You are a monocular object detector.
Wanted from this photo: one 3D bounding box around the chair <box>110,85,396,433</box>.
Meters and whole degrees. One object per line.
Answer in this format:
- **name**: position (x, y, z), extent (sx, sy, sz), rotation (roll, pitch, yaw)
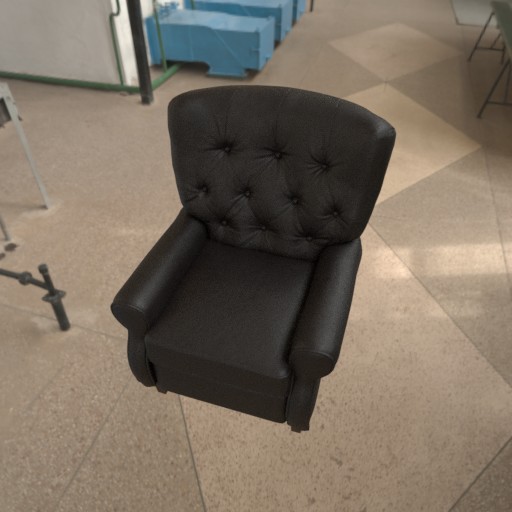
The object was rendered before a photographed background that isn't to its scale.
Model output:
- **chair**: position (0.000, 0.000, 1.927), extent (0.948, 1.158, 1.058), rotation (12, 43, 13)
